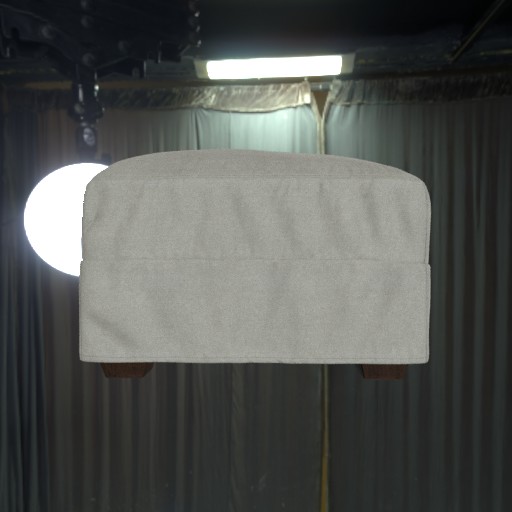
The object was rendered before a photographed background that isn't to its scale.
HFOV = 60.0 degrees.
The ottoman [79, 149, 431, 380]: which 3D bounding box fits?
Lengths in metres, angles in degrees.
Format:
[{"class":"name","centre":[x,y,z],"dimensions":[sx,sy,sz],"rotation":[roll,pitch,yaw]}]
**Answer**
[{"class":"ottoman","centre":[0.000,0.000,1.098],"dimensions":[0.712,0.480,0.584],"rotation":[0,0,1]}]
